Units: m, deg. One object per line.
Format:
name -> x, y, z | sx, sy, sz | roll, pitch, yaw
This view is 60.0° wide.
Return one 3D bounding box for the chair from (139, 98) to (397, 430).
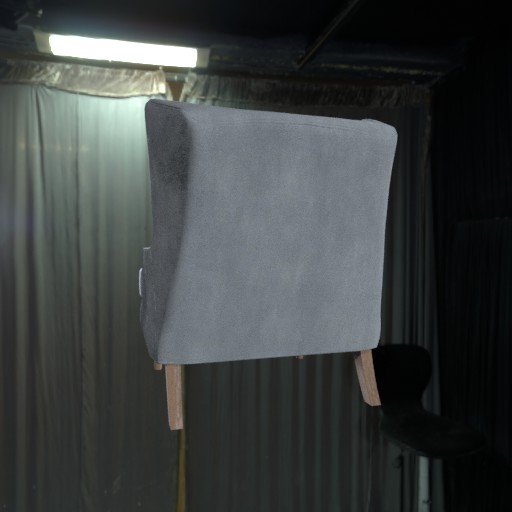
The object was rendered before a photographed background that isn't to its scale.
chair -> 0.000, 0.000, 1.587 | 0.784, 0.950, 0.906 | 0, 1, -17
